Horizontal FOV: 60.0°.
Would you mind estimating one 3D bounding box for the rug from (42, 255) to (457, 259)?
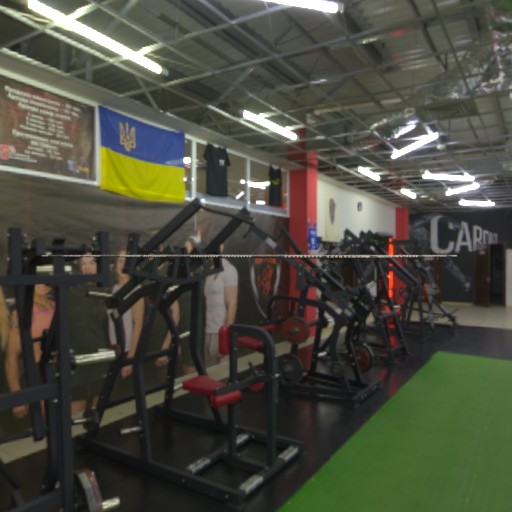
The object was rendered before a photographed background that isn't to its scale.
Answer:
[{"bbox_3d":[0.000,0.000,4.133,3.048,0.016,2.438,0,0,35],"label":"rug"}]
